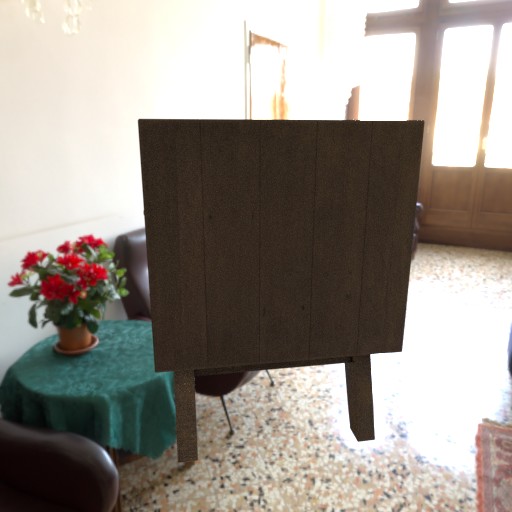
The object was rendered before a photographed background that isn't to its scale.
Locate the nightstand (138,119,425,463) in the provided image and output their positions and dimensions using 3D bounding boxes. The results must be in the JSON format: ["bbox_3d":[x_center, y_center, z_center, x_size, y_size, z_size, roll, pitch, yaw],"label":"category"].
[{"bbox_3d":[0.000,0.000,1.048,0.450,0.599,0.650,-3,16,-9],"label":"nightstand"}]
